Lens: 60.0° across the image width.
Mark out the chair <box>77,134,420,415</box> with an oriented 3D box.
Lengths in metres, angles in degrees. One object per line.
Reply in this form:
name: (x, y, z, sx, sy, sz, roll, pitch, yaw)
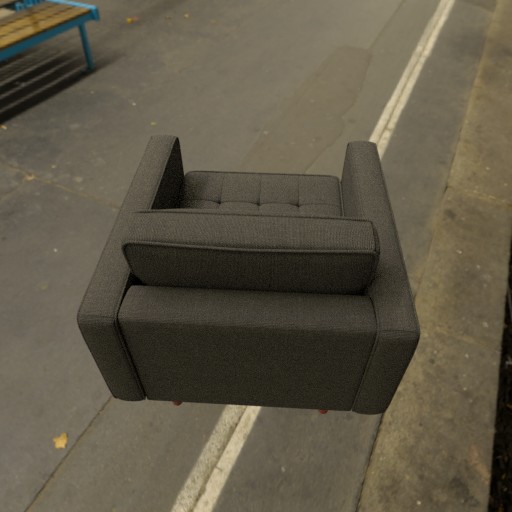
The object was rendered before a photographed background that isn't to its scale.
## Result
chair: (0.000, 0.000, 1.569, 0.899, 0.770, 0.919, 2, 46, 2)
